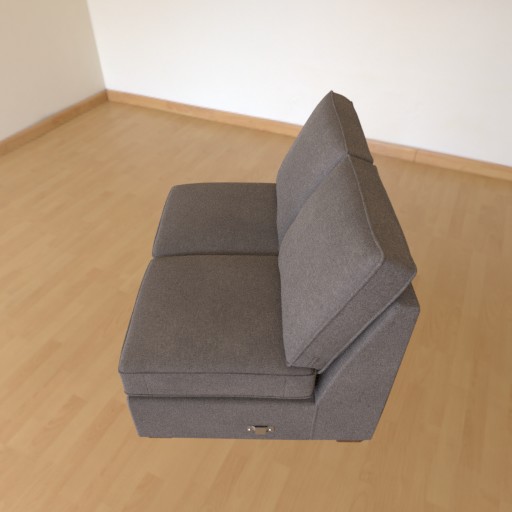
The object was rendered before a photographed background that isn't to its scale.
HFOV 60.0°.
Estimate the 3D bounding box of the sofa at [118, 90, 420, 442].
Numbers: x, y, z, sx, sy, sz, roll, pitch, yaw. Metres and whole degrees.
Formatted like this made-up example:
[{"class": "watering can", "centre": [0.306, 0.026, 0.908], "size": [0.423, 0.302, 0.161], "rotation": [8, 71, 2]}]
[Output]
[{"class": "sofa", "centre": [0.000, 0.000, 1.927], "size": [0.951, 1.008, 1.237], "rotation": [0, 41, 1]}]
